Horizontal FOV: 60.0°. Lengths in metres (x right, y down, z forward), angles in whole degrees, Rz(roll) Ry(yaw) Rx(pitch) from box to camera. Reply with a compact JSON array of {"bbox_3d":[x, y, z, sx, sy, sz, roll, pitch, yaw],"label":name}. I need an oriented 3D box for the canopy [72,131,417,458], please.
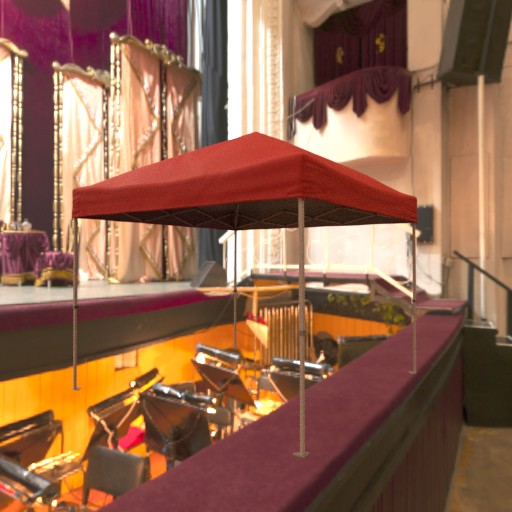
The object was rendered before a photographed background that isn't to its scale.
[{"bbox_3d":[0.000,0.000,5.339,2.996,2.997,2.998,0,0,35],"label":"canopy"}]
